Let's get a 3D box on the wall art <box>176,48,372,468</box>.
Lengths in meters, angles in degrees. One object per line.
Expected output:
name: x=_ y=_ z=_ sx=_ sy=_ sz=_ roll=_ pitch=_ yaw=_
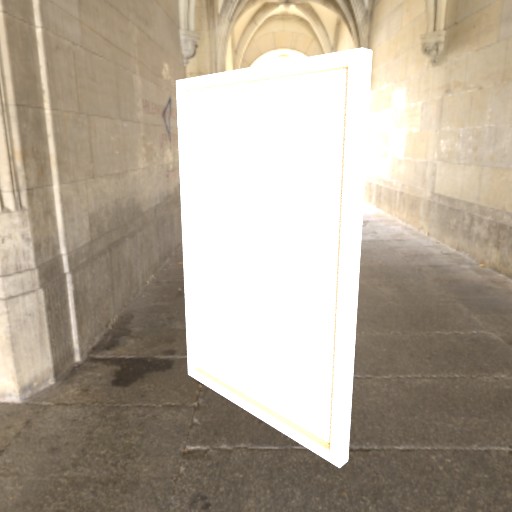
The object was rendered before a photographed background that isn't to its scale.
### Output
wall art: x=0.000 y=0.000 z=1.157 sx=0.038 sy=0.912 sz=0.607 roll=-13 pitch=19 yaw=-42
